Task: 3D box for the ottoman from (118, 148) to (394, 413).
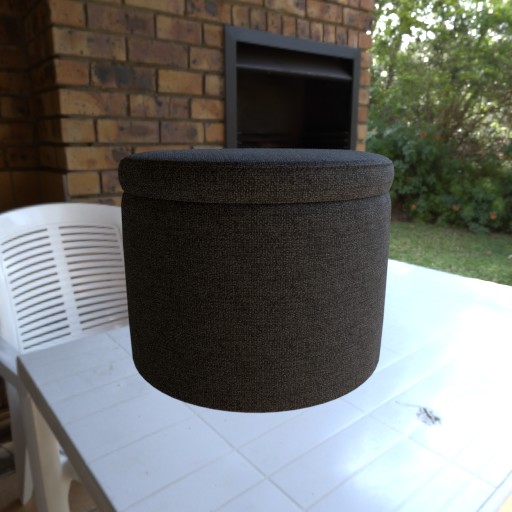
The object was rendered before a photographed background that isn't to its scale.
[{"bbox_3d":[0.000,0.000,0.910,0.520,0.430,0.520,0,15,0],"label":"ottoman"}]
